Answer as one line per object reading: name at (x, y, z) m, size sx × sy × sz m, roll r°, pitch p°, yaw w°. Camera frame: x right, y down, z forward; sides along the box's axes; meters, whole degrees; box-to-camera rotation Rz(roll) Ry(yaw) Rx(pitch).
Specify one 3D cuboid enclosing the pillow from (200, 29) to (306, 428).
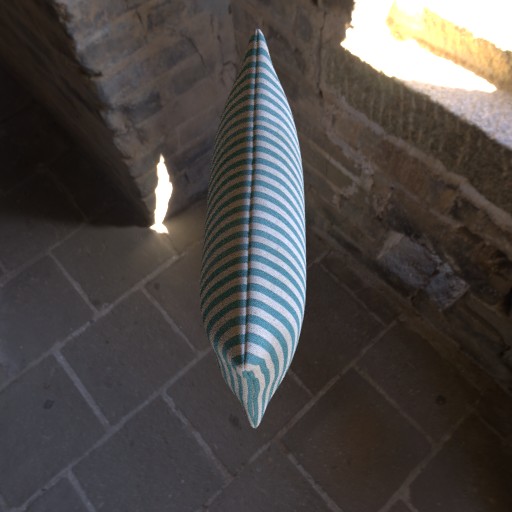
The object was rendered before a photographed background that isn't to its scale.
pillow at (0.000, 0.000, 0.785) m, size 0.166 × 0.510 × 0.523 m, roll 1°, pitch 63°, yaw 1°
